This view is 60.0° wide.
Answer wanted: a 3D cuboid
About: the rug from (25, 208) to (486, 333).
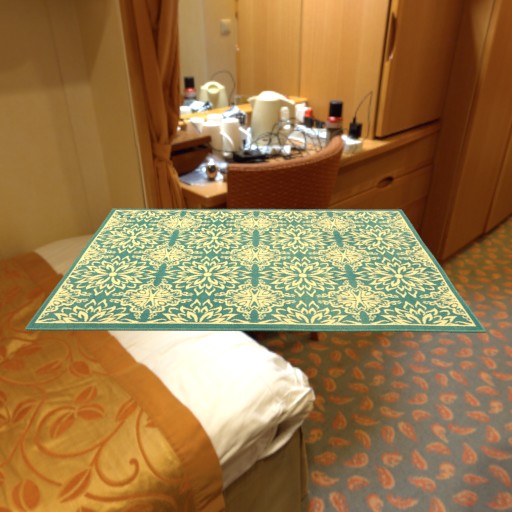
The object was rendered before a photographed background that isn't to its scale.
[{"bbox_3d":[0.000,0.000,3.453,2.769,0.018,1.830,0,29,0],"label":"rug"}]
